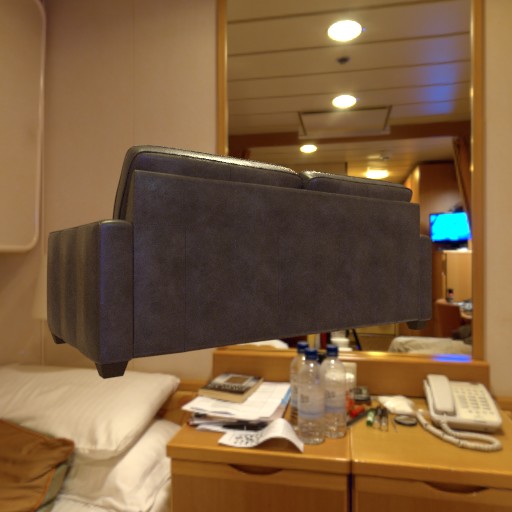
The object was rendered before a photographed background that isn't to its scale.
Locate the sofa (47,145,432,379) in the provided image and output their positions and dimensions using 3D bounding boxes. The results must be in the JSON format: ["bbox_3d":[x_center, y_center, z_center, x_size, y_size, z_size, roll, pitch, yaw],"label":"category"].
[{"bbox_3d":[0.000,0.000,2.560,2.081,0.916,0.939,0,0,-35],"label":"sofa"}]
